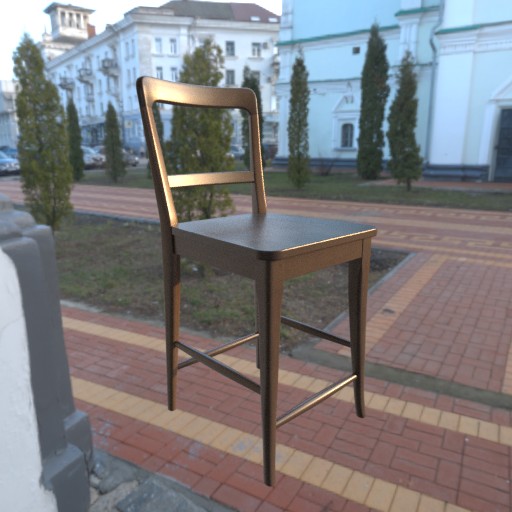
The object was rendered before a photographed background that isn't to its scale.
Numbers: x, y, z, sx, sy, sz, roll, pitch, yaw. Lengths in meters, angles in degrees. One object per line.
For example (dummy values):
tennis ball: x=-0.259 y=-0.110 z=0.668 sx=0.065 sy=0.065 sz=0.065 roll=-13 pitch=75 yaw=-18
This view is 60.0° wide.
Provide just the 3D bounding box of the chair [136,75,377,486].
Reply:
chair: x=0.000 y=0.000 z=1.285 sx=0.450 sy=0.991 sz=0.546 roll=-13 pitch=19 yaw=-42
